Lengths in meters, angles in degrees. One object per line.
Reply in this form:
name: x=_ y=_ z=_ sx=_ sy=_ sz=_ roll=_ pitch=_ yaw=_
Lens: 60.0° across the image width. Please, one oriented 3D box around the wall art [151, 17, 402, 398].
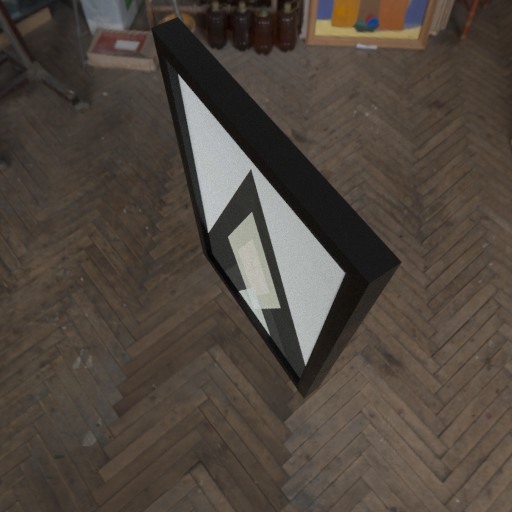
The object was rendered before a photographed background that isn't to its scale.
wall art: x=0.000 y=0.000 z=0.562 sx=0.031 sy=0.457 sz=0.313 roll=-31 pitch=67 yaw=-15
